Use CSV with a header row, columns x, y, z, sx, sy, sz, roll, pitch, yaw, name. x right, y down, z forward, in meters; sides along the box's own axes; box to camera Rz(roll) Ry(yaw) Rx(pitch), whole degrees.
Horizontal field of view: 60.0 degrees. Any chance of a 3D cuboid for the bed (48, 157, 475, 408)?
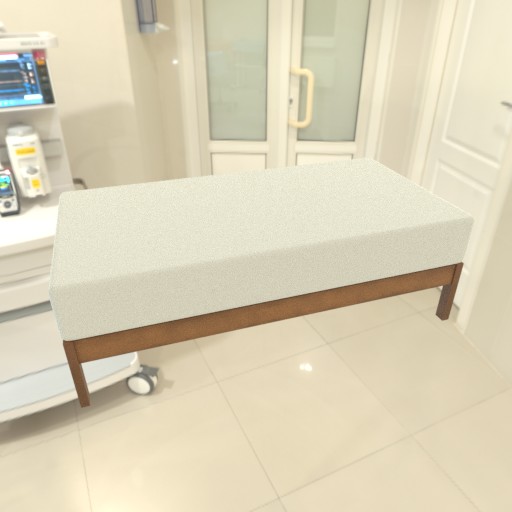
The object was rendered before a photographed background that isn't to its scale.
x,y,z,sx,sy,sz,roll,pitch,yaw,name
0.000,0.000,2.389,1.902,0.616,0.961,-10,32,-16,bed
